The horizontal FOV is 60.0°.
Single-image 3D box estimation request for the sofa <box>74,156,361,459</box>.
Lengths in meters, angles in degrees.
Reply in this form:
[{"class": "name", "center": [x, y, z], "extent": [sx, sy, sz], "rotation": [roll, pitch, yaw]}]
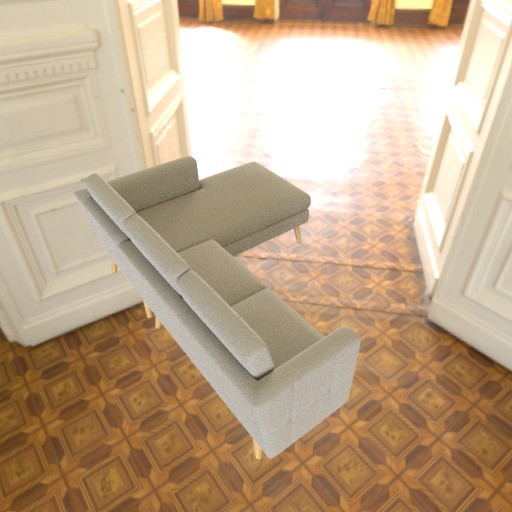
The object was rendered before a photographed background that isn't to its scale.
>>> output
[{"class": "sofa", "center": [0.000, 0.000, 2.847], "extent": [1.530, 0.860, 2.040], "rotation": [-26, 46, -28]}]
